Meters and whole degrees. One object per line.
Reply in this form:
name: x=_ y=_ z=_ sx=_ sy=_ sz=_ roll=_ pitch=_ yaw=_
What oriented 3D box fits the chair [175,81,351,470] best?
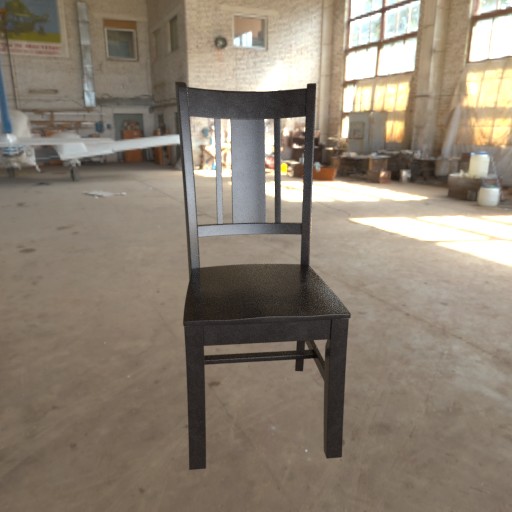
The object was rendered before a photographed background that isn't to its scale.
chair: x=0.000 y=0.000 z=1.298 sx=0.450 sy=0.998 sz=0.555 roll=-2 pitch=16 yaw=-6
